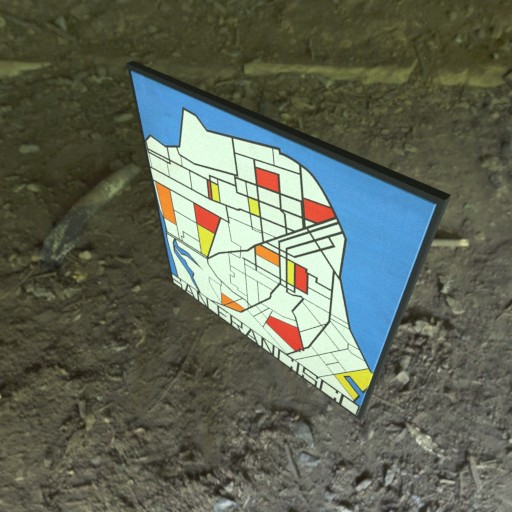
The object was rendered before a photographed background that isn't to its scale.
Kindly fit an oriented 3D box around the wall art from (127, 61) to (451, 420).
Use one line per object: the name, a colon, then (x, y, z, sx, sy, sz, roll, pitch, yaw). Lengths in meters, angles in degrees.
wall art: (0.000, 0.000, 0.669, 0.458, 0.457, 0.013, 32, 54, 27)
